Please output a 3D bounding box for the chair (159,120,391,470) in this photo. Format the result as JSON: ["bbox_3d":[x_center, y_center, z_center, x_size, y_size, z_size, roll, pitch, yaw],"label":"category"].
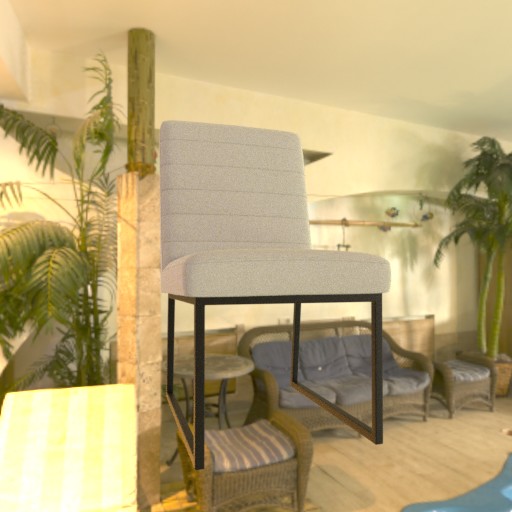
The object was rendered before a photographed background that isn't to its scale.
[{"bbox_3d":[0.000,0.000,1.309,0.520,0.930,0.634,0,-1,-18],"label":"chair"}]
